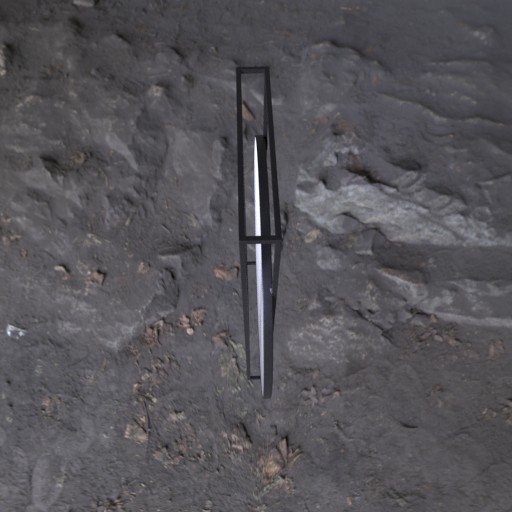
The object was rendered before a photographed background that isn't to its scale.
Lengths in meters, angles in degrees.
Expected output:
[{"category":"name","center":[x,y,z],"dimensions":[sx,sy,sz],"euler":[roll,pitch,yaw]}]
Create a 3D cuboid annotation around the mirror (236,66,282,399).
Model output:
[{"category":"mirror","center":[0.000,0.000,0.855],"dimensions":[0.051,0.603,0.508],"euler":[-2,59,-1]}]
